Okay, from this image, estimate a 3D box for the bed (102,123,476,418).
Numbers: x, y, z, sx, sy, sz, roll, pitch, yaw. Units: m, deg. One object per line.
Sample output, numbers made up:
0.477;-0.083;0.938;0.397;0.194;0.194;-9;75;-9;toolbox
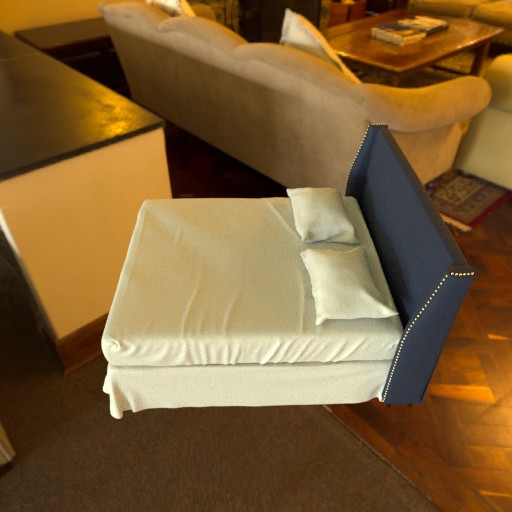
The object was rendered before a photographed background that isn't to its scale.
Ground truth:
0.000;0.000;3.416;2.276;1.332;1.925;-1;40;-1;bed
